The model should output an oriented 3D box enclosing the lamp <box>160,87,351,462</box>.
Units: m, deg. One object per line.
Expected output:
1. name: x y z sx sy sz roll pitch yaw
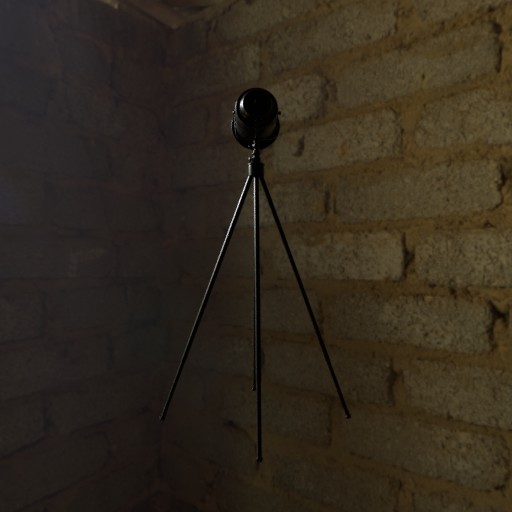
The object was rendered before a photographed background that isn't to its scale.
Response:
1. lamp: 0.000 0.000 2.041 0.879 1.504 0.884 0 0 -2
